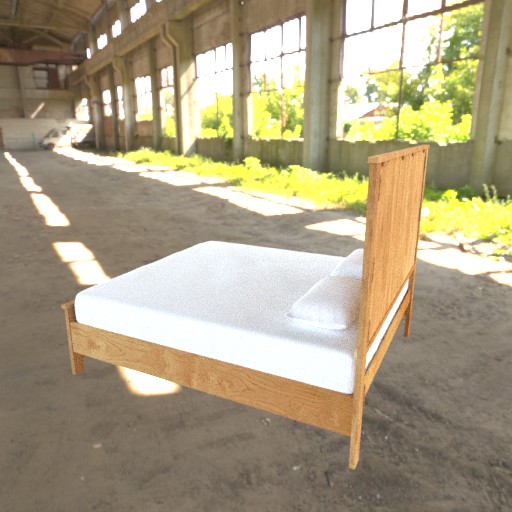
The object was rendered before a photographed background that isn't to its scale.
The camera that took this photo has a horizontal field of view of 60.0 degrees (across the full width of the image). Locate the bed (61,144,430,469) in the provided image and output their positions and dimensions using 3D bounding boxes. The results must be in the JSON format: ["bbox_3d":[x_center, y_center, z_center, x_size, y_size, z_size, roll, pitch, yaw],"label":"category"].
[{"bbox_3d":[0.000,0.000,4.031,2.530,1.938,2.225,8,18,26],"label":"bed"}]
